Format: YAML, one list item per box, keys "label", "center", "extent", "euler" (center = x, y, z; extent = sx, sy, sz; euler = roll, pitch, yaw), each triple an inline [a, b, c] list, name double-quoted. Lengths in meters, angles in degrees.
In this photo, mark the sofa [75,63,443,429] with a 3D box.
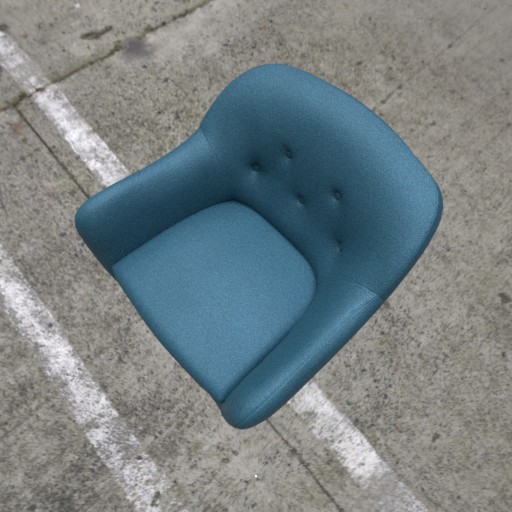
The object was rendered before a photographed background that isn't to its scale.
- label: "sofa"
  center: [0.000, 0.000, 1.477]
  extent: [0.825, 0.817, 0.836]
  euler: [-38, 69, -17]
